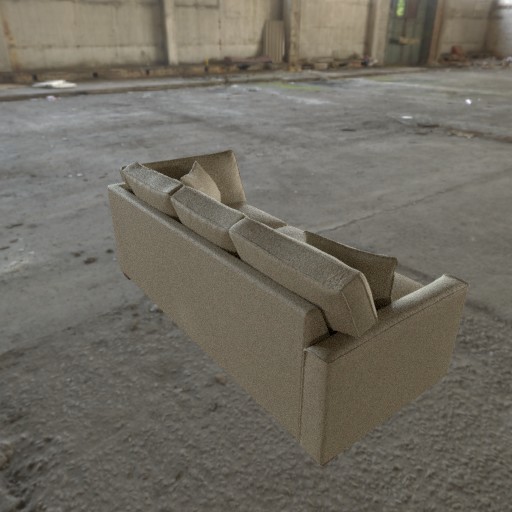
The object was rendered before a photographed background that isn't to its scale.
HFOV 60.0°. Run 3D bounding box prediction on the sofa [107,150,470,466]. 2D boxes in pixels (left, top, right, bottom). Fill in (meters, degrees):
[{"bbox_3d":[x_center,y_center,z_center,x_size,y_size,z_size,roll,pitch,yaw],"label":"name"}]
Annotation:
[{"bbox_3d":[0.000,0.000,2.854,1.061,0.962,2.317,-19,32,-33],"label":"sofa"}]
